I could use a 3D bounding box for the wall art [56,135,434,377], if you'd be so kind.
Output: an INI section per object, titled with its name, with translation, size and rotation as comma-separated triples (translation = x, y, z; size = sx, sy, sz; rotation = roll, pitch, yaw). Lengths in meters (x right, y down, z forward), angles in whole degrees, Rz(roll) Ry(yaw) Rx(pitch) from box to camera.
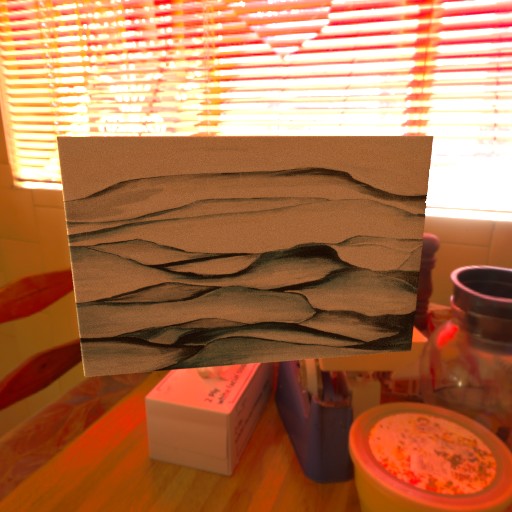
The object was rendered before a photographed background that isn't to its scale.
[wall art]
translation = 0.000, 0.000, 1.162
size = 0.914, 0.609, 0.039
rotation = -2, 16, -9
